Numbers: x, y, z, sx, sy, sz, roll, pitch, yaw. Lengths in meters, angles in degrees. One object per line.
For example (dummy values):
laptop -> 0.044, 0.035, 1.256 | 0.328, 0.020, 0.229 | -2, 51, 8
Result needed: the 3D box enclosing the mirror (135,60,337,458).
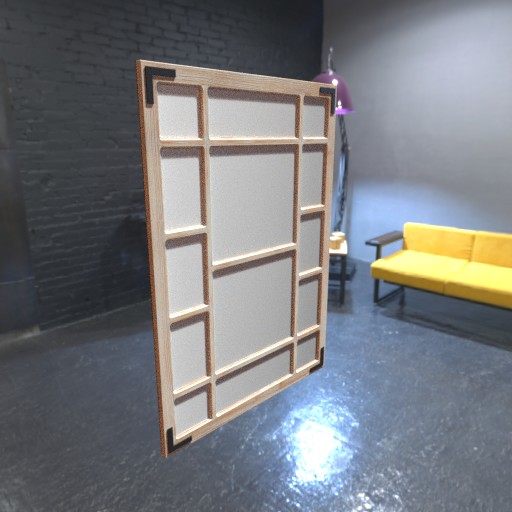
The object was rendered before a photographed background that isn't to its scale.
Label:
mirror -> 0.000, 0.000, 1.310 | 0.705, 0.996, 0.025 | -14, 21, -43
